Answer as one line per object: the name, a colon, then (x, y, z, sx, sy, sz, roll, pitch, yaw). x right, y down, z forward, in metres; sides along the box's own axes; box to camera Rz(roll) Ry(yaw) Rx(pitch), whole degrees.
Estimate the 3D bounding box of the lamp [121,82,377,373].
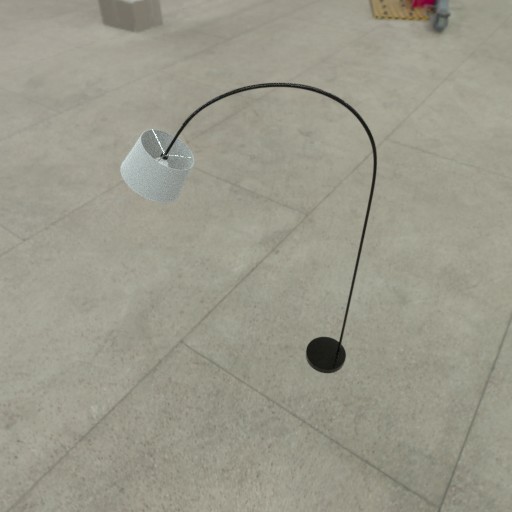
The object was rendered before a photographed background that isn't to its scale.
lamp: (0.000, 0.000, 2.679, 1.363, 2.104, 0.331, 0, 43, 0)
